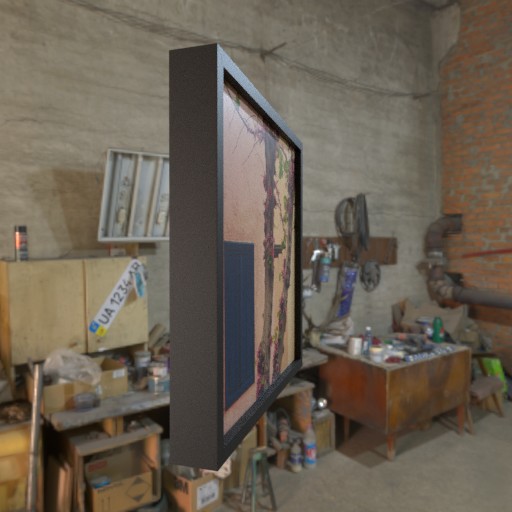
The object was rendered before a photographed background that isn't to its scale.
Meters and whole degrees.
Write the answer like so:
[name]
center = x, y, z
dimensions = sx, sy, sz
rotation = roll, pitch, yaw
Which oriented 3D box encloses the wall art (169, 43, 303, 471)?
[wall art]
center = 0.000, 0.000, 0.465
dimensions = 0.038, 0.304, 0.305
rotation = 0, 1, 17
